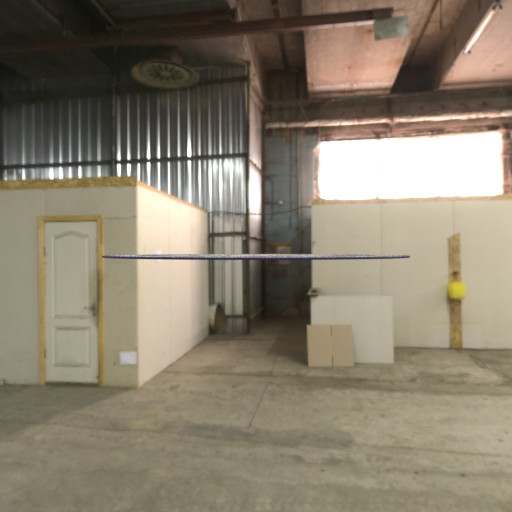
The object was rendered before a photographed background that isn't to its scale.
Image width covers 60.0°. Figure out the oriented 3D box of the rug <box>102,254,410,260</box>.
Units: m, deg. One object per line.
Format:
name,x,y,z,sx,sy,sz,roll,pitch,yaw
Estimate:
rug,0.000,0.000,3.633,2.386,0.014,2.386,0,1,0
